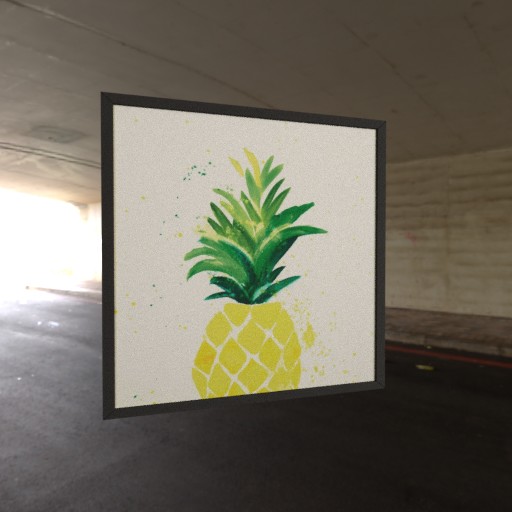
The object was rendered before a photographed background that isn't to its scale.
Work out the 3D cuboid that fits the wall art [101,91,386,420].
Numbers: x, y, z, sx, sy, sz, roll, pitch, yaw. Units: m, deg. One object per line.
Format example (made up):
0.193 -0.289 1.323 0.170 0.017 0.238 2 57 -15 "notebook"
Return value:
0.000 0.000 1.159 0.762 0.760 0.037 0 1 -18 "wall art"
